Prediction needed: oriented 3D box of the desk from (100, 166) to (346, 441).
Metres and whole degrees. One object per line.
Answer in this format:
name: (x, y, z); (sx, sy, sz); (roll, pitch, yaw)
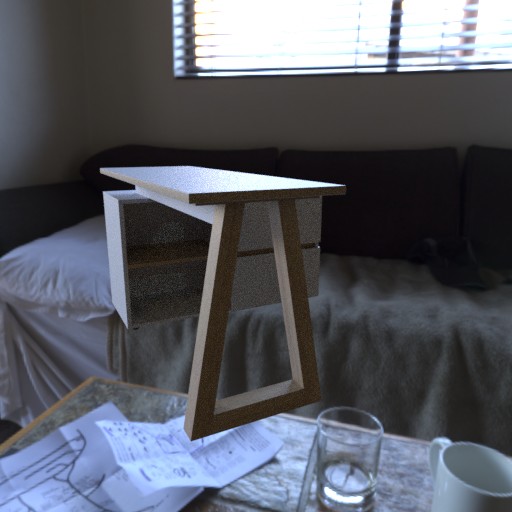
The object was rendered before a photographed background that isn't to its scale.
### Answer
desk: (0.000, 0.000, 2.033); (1.098, 0.755, 1.404); (-7, 16, -26)
